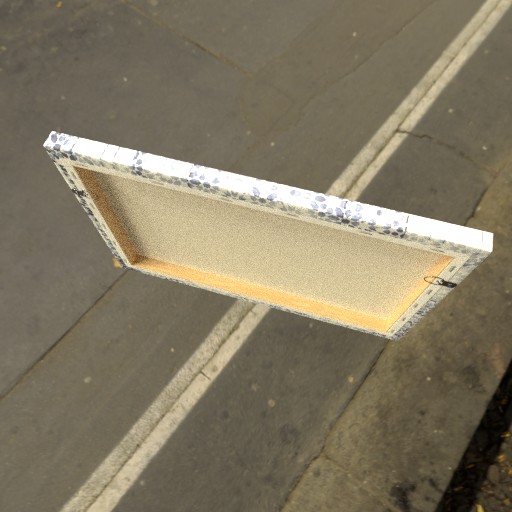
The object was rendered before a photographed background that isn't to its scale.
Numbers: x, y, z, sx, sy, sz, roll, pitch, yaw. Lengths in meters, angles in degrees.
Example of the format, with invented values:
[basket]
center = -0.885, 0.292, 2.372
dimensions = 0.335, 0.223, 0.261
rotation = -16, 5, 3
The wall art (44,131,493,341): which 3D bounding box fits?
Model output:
[wall art]
center = 0.000, 0.000, 0.764
dimensions = 0.608, 0.406, 0.030
rotation = 14, 65, 7
